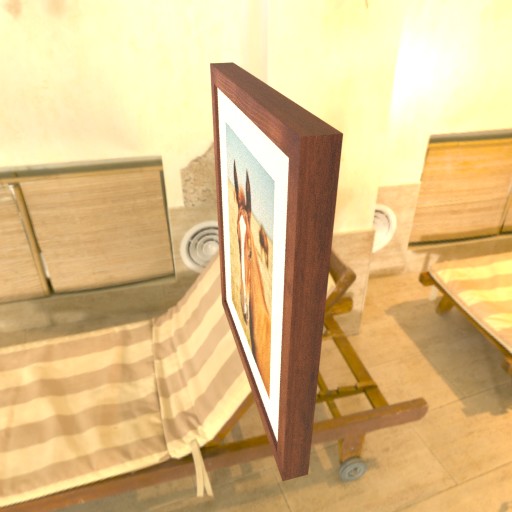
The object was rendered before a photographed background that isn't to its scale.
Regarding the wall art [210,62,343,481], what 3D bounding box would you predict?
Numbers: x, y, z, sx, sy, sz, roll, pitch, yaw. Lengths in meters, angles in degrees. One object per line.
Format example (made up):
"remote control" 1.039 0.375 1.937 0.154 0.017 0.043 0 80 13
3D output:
"wall art" 0.000 0.000 0.527 0.030 0.381 0.330 -8 32 -13
